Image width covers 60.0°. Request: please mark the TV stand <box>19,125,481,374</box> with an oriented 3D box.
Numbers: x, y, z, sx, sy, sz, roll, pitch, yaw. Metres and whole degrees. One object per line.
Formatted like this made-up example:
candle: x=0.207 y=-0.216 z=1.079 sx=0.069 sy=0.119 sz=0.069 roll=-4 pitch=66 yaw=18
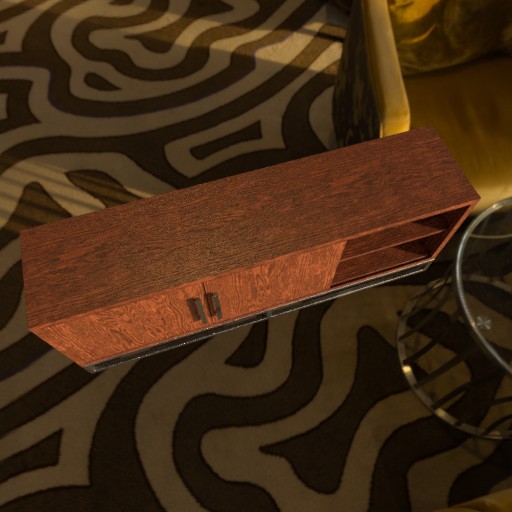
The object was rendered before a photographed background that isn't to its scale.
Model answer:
TV stand: x=0.000 y=0.000 z=1.763 sx=1.541 sy=0.578 sz=0.382 roll=-16 pitch=63 yaw=-8
